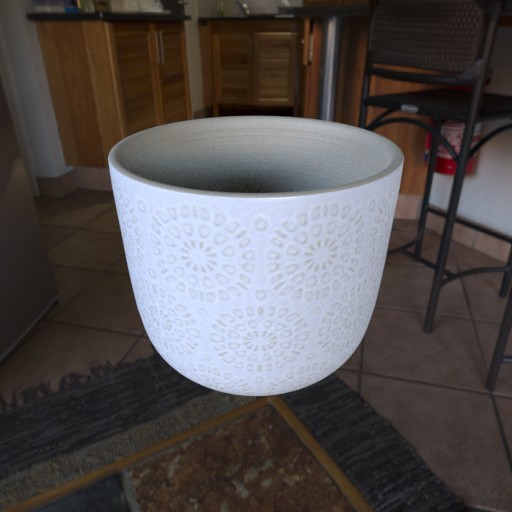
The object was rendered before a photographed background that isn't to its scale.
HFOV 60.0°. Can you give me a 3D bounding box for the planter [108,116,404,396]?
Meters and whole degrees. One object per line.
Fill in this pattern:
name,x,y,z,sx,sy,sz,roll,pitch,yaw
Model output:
planter,0.000,0.000,0.301,0.170,0.152,0.170,0,29,0
